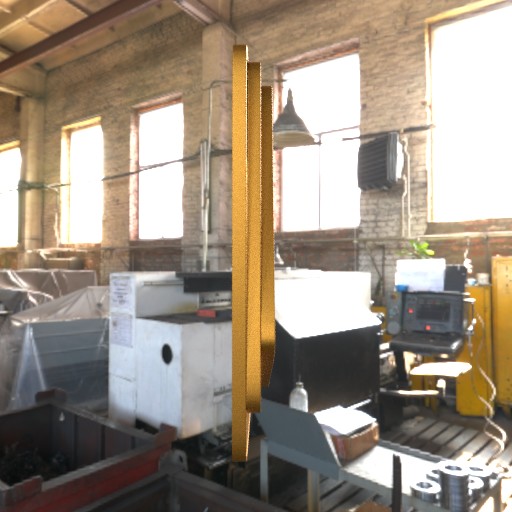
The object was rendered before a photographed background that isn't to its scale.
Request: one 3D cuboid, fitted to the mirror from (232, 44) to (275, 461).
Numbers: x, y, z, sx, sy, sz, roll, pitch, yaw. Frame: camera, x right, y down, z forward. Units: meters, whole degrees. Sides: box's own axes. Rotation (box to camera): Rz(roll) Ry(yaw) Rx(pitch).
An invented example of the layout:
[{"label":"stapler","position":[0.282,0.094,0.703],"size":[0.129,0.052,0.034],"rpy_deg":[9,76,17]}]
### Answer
[{"label":"mirror","position":[0.000,0.000,0.698],"size":[0.045,0.468,0.470],"rpy_deg":[0,-2,1]}]
